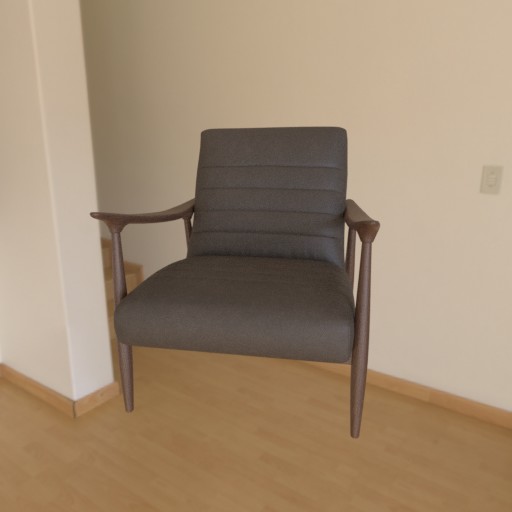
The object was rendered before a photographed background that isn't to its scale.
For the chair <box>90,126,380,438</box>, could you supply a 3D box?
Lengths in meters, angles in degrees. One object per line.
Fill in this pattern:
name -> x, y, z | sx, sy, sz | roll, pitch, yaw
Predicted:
chair -> 0.000, 0.000, 1.441 | 0.741, 0.831, 0.798 | 3, 14, 10
